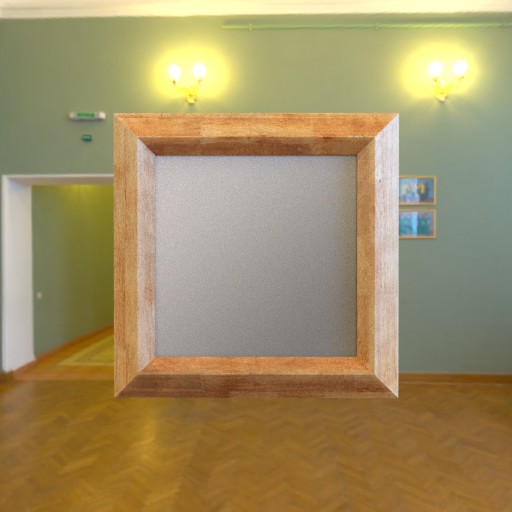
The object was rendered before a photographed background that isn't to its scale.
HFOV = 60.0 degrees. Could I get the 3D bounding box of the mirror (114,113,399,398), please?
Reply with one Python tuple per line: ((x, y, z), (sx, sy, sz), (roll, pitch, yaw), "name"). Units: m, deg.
((0.000, 0.000, 0.990), (0.651, 0.651, 0.047), (0, 0, 0), "mirror")
